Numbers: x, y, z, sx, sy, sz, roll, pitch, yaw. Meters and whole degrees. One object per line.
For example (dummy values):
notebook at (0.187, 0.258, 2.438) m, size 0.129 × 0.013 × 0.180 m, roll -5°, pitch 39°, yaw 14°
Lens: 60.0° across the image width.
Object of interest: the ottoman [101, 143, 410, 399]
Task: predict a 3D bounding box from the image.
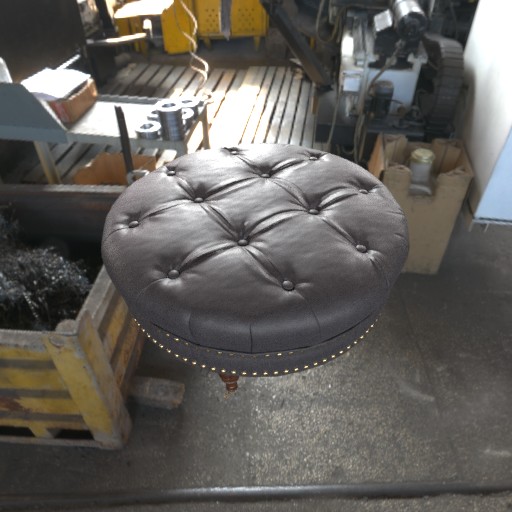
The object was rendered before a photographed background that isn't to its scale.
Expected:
ottoman at (0.000, 0.000, 1.428) m, size 0.901 × 0.439 × 0.901 m, roll 0°, pitch 41°, yaw 0°
